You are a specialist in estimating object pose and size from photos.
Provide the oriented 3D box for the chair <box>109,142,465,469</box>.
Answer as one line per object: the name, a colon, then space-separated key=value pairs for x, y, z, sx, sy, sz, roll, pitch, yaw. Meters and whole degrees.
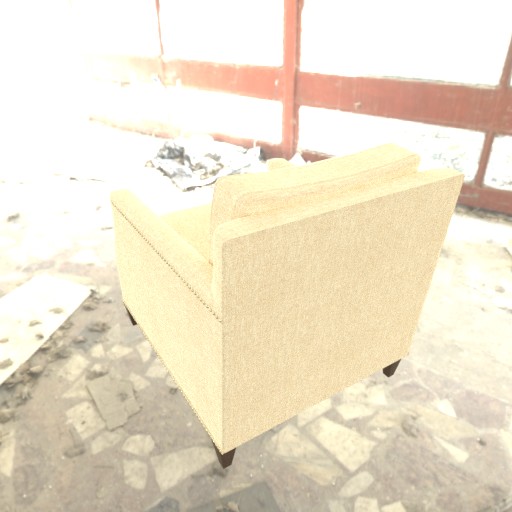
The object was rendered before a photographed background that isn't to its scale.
chair: x=0.000 y=0.000 z=1.711 sx=0.838 sy=0.940 sz=1.041 roll=-17 pitch=34 yaw=-28
